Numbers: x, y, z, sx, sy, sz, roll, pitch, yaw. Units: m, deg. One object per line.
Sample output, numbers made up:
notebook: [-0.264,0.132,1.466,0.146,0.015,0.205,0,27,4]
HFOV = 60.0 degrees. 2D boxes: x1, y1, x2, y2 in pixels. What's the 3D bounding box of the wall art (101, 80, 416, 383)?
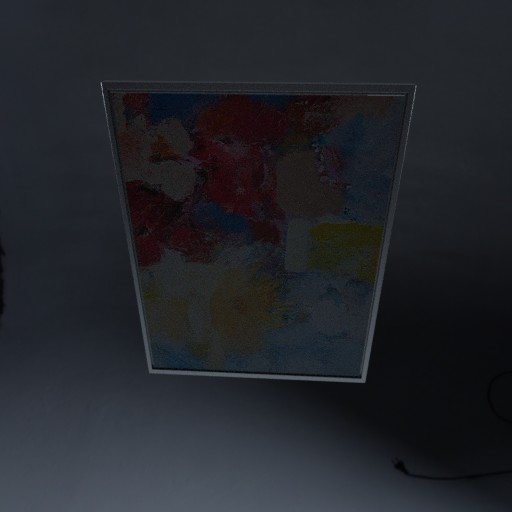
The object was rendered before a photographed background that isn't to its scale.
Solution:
wall art: [0.000,0.000,1.420,0.816,1.046,0.030,2,30,3]
